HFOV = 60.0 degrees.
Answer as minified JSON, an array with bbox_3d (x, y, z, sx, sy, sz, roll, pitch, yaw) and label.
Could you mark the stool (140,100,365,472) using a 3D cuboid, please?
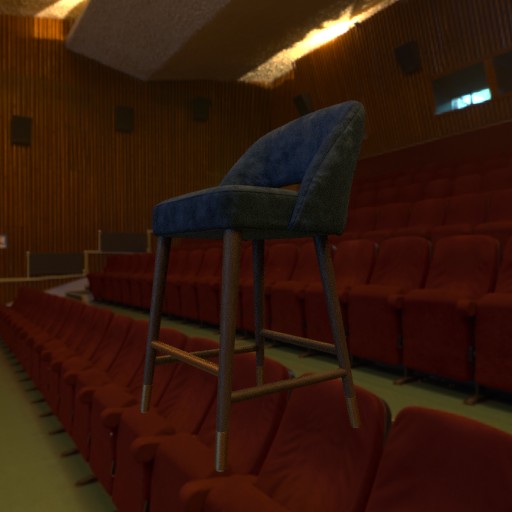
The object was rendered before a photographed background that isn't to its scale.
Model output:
[{"bbox_3d":[0.000,0.000,1.280,0.524,0.925,0.536,0,0,-35],"label":"stool"}]
